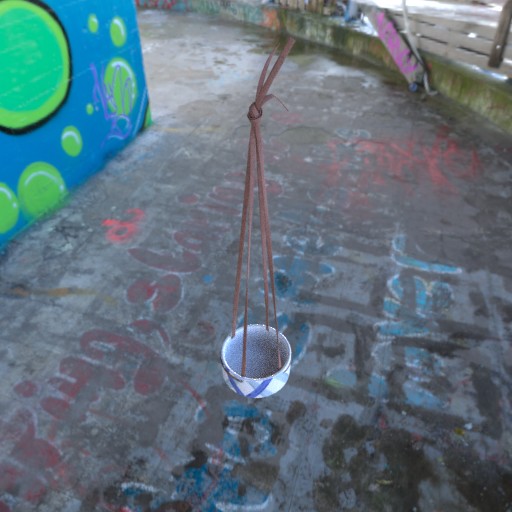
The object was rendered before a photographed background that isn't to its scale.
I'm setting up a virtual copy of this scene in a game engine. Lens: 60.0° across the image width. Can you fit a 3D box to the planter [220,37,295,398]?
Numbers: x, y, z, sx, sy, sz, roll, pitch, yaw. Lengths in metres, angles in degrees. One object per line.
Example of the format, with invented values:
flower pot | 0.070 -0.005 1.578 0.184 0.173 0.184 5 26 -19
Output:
planter | 0.000 0.000 0.835 0.166 0.751 0.166 11 42 13
